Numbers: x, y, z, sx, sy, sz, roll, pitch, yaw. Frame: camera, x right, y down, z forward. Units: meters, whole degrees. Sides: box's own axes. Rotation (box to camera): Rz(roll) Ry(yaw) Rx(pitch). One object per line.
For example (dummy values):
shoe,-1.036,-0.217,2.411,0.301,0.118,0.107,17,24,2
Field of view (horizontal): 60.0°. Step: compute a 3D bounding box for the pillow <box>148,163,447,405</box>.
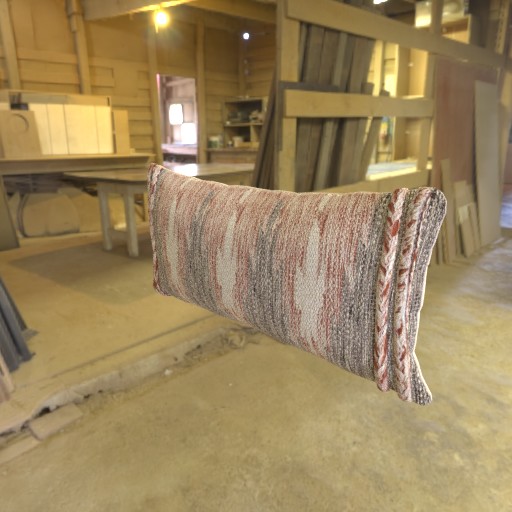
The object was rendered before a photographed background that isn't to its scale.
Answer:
pillow,0.000,0.000,0.747,0.635,0.282,0.139,15,21,42
